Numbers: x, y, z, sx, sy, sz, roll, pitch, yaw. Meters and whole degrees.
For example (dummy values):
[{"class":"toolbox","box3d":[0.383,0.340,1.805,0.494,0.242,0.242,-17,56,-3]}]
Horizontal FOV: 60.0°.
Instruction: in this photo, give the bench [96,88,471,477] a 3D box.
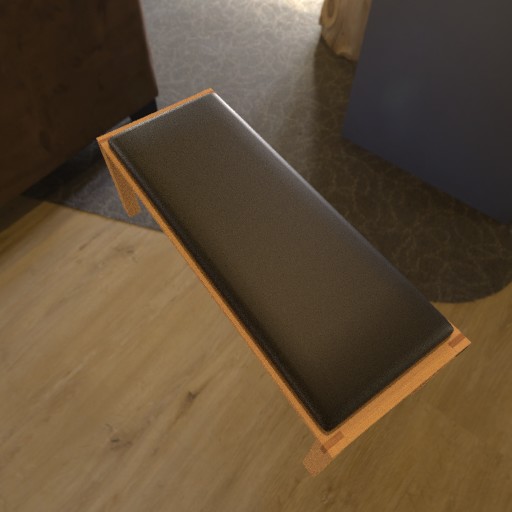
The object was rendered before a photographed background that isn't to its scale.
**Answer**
[{"class":"bench","box3d":[0.000,0.000,1.423,0.450,0.430,1.202,-31,63,-18]}]
